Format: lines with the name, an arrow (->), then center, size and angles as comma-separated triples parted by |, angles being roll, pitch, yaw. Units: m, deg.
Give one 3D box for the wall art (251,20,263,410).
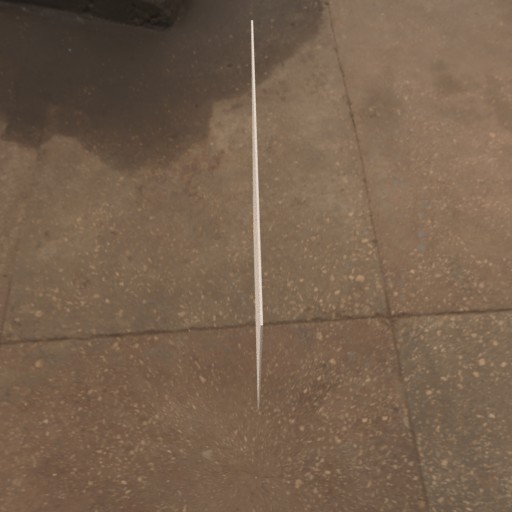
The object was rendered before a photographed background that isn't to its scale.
wall art -> 0.000, 0.000, 0.811 | 0.003, 0.610, 0.457 | -1, 63, -1
